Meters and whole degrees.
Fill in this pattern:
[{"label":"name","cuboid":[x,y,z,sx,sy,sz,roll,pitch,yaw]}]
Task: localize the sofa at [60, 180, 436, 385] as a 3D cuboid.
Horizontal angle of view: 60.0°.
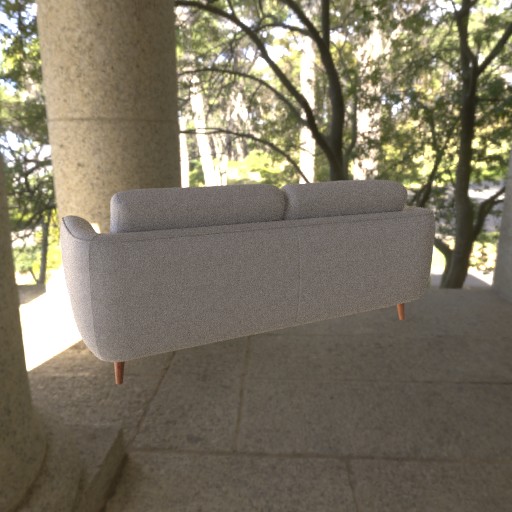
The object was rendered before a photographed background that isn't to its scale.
[{"label":"sofa","cuboid":[0.000,0.000,2.509,2.000,0.850,0.920,-7,15,-27]}]
